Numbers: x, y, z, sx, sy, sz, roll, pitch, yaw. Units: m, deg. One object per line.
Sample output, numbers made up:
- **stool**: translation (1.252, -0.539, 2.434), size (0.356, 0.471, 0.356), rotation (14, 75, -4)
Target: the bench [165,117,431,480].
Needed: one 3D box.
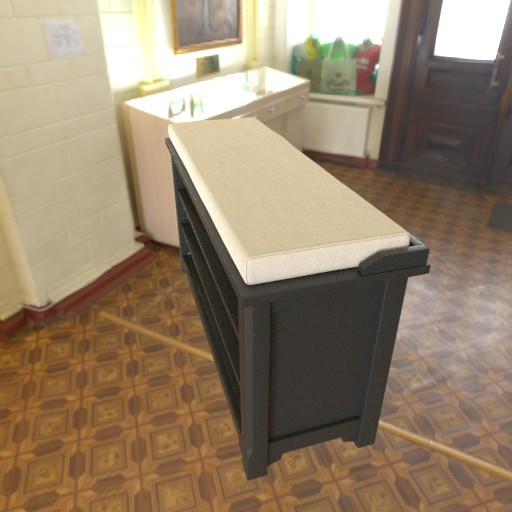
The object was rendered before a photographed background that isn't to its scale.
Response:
- **bench**: translation (0.000, 0.000, 1.246), size (0.345, 0.561, 0.973), rotation (-9, 31, -15)
